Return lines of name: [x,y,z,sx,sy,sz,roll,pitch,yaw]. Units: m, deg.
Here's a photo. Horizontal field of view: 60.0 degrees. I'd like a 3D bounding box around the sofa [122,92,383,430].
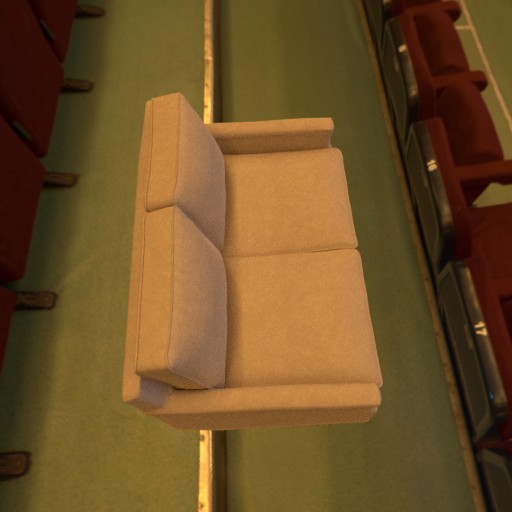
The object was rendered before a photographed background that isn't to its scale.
sofa: [0.000,0.000,2.277,1.084,1.002,1.597,-3,63,-1]
